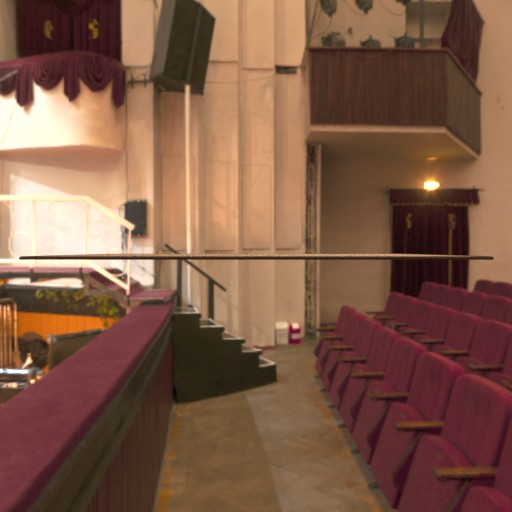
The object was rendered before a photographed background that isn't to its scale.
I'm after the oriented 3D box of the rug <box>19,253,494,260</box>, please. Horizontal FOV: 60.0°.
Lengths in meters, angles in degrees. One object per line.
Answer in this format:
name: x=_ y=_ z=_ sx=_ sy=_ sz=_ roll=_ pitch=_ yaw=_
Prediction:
rug: x=0.000 y=0.000 z=2.084 sx=1.676 sy=0.013 sz=1.067 roll=0 pitch=1 yaw=0
